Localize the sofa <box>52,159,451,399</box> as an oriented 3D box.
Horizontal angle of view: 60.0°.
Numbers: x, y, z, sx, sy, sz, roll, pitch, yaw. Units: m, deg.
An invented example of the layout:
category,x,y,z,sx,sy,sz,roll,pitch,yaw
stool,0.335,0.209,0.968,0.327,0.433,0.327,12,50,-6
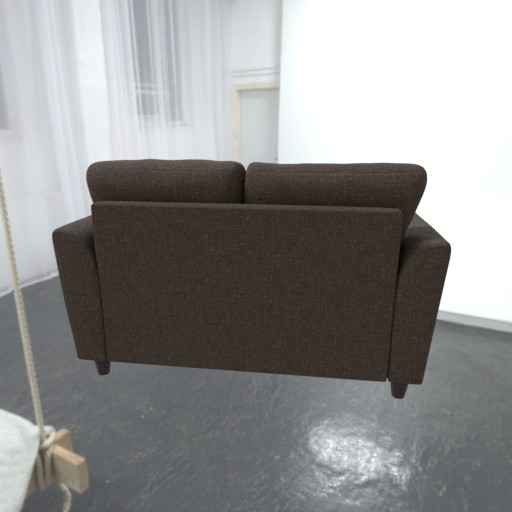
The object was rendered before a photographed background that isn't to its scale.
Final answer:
category,x,y,z,sx,sy,sz,roll,pitch,yaw
sofa,0.000,0.000,1.997,1.423,0.885,0.851,2,17,8
